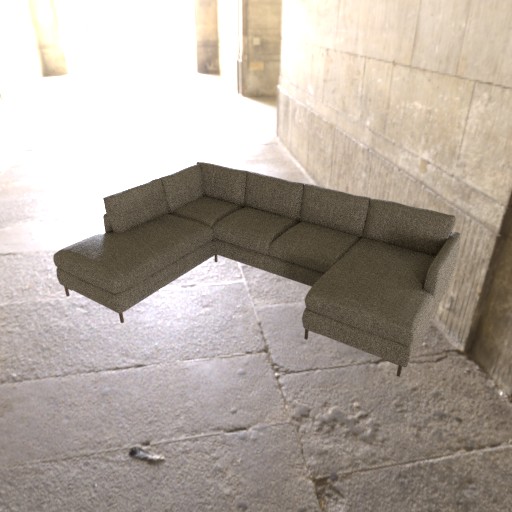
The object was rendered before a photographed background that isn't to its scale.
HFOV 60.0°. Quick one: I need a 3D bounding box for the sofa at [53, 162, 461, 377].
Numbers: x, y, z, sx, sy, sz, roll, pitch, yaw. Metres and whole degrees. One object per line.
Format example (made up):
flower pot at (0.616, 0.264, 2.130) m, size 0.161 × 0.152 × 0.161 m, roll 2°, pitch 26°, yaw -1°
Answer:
sofa at (0.000, 0.000, 3.573) m, size 2.737 × 0.756 × 1.879 m, roll 18°, pitch 33°, yaw 29°
